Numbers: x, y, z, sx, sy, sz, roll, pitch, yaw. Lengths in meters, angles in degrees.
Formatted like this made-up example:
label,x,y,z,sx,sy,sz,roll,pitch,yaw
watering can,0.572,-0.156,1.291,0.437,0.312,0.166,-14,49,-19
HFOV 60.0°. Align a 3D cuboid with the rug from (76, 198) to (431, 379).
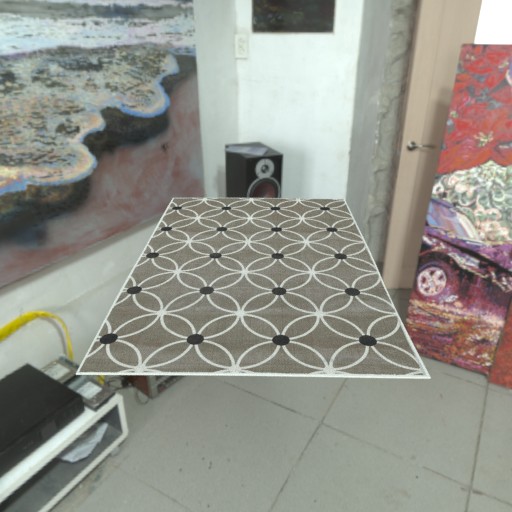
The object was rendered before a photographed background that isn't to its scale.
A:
label,x,y,z,sx,sy,sz,roll,pitch,yaw
rug,0.000,0.000,2.902,1.522,0.008,2.284,0,27,1
